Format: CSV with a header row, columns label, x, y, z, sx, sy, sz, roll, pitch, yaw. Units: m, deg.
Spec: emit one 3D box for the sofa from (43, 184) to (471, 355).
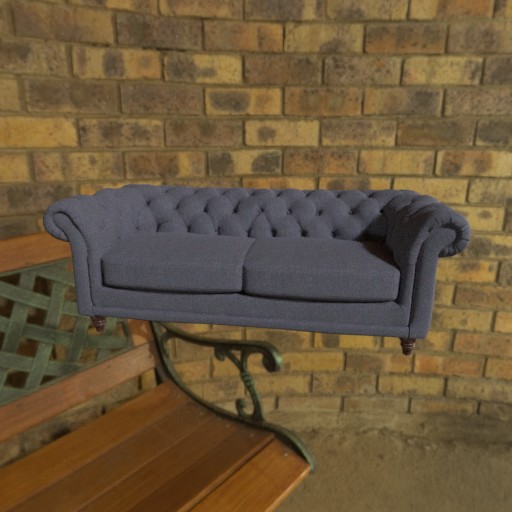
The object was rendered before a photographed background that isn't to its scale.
label,x,y,z,sx,sy,sz,roll,pitch,yaw
sofa,0.000,0.000,2.896,2.335,0.836,1.046,3,16,9
